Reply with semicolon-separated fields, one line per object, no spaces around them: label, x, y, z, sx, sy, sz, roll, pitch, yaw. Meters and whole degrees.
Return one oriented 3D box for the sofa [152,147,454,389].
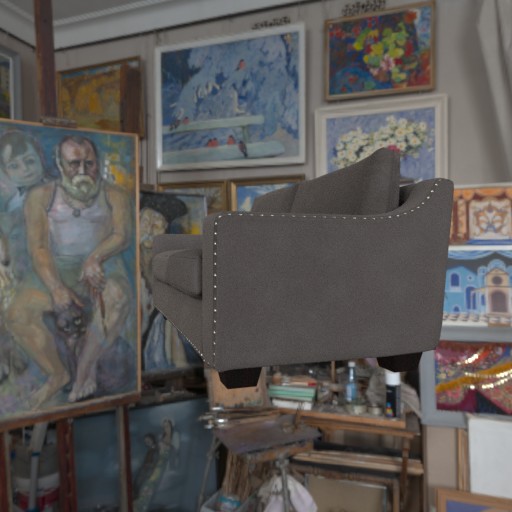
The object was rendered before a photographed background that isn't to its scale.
sofa;0.000;0.000;3.303;1.336;1.196;2.550;0;0;-19
